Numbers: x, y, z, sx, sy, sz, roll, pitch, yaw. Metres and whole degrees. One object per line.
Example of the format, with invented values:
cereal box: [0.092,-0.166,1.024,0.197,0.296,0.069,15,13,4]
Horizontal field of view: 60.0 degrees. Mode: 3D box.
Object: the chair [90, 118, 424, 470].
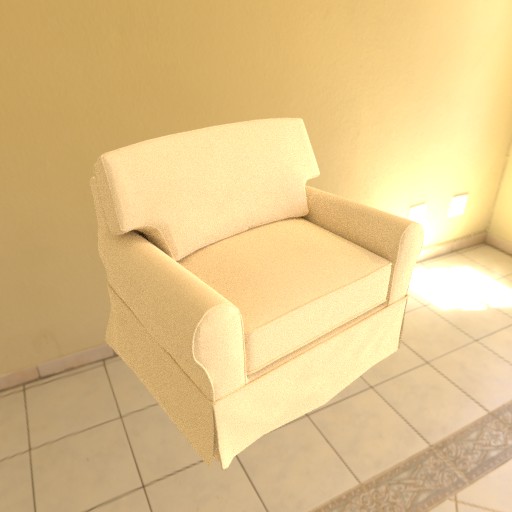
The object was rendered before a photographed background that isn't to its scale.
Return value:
chair: [0.000,0.000,1.828,1.099,0.958,0.904,-20,35,-32]
